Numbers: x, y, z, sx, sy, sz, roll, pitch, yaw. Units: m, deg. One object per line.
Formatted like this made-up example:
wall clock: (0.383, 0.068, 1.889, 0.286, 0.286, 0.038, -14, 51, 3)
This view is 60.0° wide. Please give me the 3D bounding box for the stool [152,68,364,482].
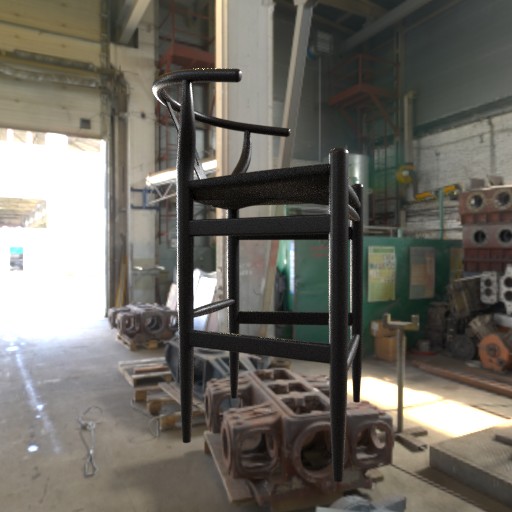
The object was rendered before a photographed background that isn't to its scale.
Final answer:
stool: (0.000, 0.000, 1.293, 0.579, 0.970, 0.569, 0, 1, 17)
